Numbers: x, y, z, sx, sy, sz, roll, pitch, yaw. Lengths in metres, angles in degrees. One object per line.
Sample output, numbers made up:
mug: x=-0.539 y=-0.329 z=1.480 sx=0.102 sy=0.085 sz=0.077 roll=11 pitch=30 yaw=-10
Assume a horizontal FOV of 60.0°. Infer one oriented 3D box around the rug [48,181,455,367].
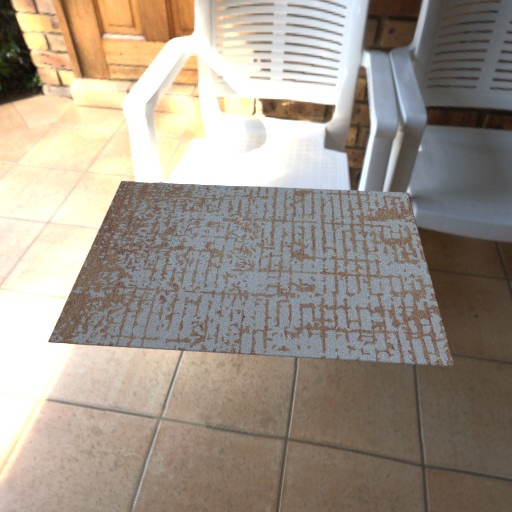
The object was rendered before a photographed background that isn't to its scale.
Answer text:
rug: x=0.000 y=0.000 z=2.402 sx=1.829 sy=0.011 sz=1.219 roll=3 pitch=46 yaw=3
